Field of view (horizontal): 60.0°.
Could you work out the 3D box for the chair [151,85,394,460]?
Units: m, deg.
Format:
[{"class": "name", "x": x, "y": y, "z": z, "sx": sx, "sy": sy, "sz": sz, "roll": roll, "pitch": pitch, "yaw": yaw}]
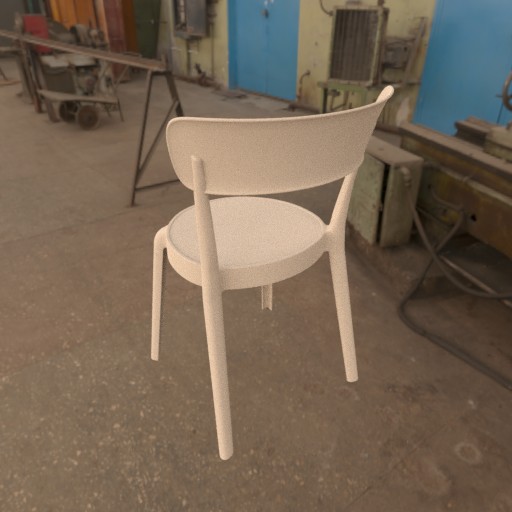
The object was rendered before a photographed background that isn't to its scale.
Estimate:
[{"class": "chair", "x": 0.000, "y": 0.000, "z": 1.094, "sx": 0.506, "sy": 0.790, "sz": 0.491, "roll": -20, "pitch": 36, "yaw": -30}]
